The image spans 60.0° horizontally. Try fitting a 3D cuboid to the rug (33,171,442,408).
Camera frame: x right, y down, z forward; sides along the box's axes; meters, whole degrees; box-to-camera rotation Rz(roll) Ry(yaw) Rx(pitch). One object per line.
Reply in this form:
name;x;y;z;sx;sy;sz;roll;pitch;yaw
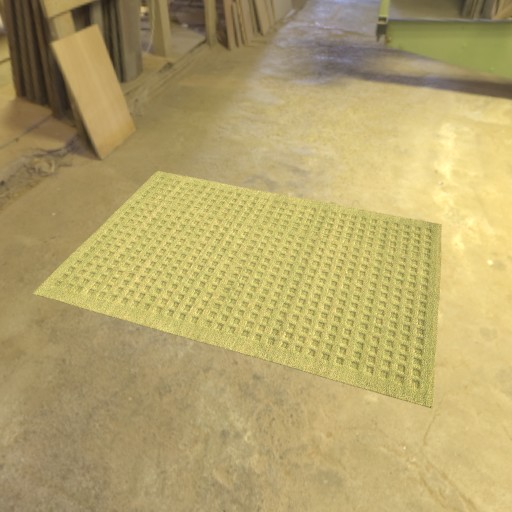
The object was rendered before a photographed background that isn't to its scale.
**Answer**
rug;0.000;0.000;2.903;2.297;0.007;1.529;13;42;14
